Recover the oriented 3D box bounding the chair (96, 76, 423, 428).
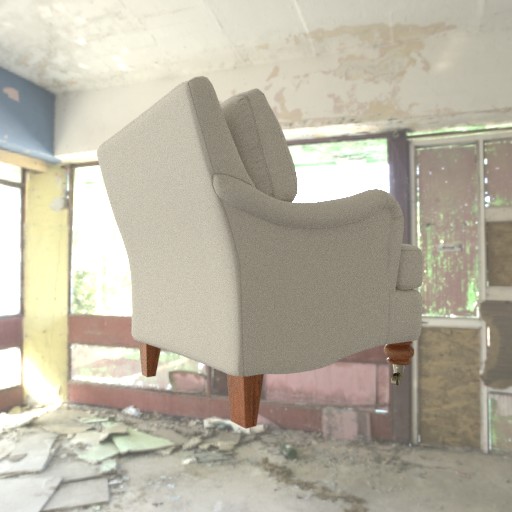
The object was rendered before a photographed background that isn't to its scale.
[{"bbox_3d":[0.000,0.000,1.836,1.070,1.038,0.955,1,-2,-35],"label":"chair"}]
